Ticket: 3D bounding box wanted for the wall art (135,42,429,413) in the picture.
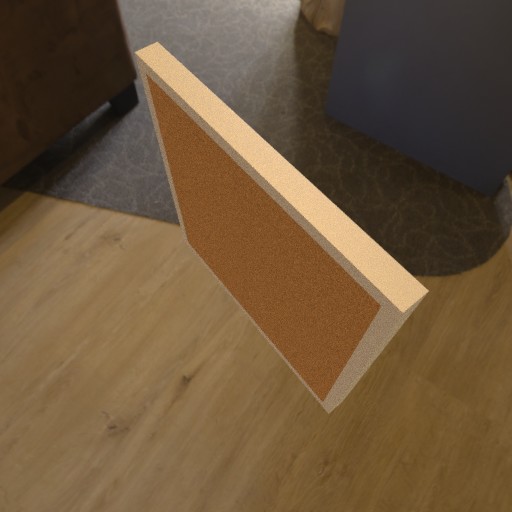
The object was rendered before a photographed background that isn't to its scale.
[{"bbox_3d":[0.000,0.000,0.755,0.038,0.508,0.507,-34,66,-18],"label":"wall art"}]
